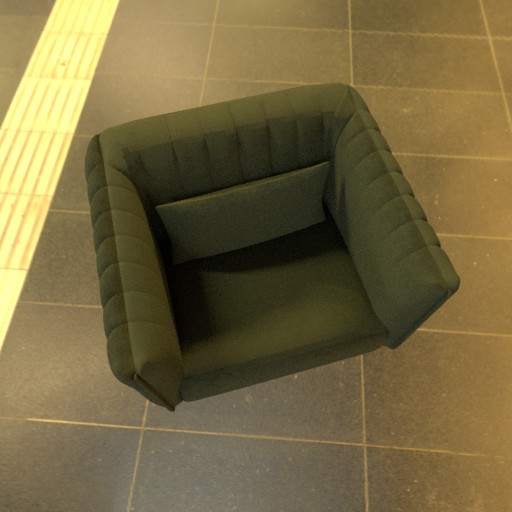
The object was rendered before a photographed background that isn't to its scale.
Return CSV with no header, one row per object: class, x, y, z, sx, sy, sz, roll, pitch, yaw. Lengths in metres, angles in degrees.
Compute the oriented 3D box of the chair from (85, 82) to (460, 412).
chair,0.000,0.000,1.662,1.032,0.794,0.877,-14,64,-7
